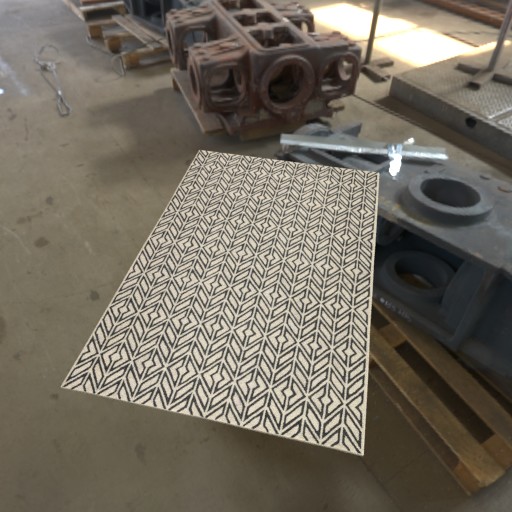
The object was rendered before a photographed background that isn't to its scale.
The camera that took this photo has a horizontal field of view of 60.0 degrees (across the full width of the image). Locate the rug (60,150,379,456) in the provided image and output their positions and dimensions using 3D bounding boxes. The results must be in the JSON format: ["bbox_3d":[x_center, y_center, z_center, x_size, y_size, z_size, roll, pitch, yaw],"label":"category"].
[{"bbox_3d":[0.000,0.000,2.337,1.220,0.007,1.828,9,46,9],"label":"rug"}]
